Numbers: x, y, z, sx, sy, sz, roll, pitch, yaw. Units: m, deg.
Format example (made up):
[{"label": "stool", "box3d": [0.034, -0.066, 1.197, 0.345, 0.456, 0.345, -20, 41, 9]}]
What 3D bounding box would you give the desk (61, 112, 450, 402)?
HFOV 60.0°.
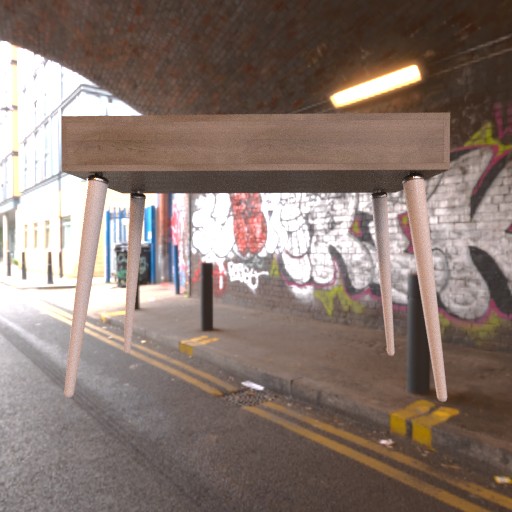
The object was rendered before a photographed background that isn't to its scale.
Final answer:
[{"label": "desk", "box3d": [0.000, 0.000, 1.357, 0.979, 0.723, 0.491, 0, 1, 2]}]
